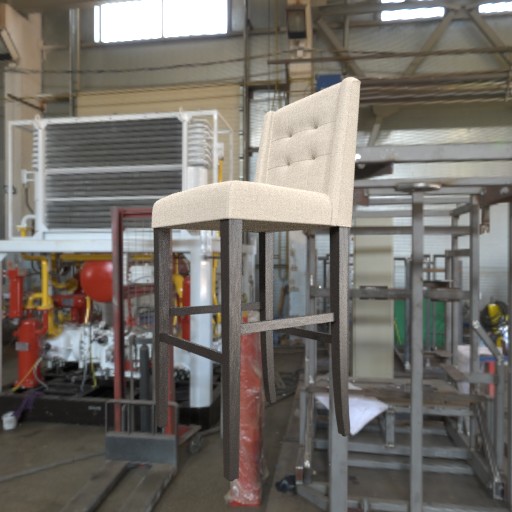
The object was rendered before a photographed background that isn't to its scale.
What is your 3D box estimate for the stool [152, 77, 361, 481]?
[{"bbox_3d":[0.000,0.000,1.409,0.509,1.116,0.474,0,0,-36],"label":"stool"}]
